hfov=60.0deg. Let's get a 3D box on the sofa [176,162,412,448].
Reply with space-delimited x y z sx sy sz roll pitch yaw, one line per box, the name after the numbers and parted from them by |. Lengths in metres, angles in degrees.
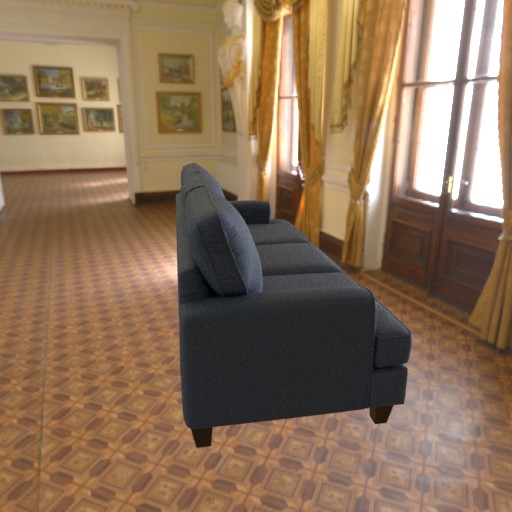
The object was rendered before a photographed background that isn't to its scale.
0.000 0.000 2.693 0.951 0.965 2.158 -3 17 -10 | sofa
